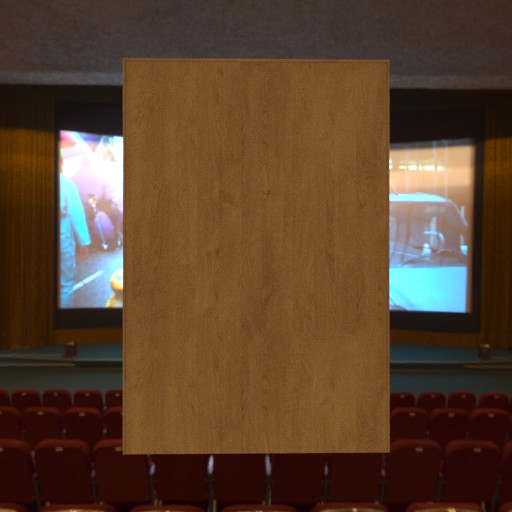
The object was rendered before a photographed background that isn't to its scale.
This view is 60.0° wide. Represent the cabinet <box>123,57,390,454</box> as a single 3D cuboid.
[{"bbox_3d":[0.000,0.000,2.399,1.290,1.910,0.510,0,0,-1],"label":"cabinet"}]
